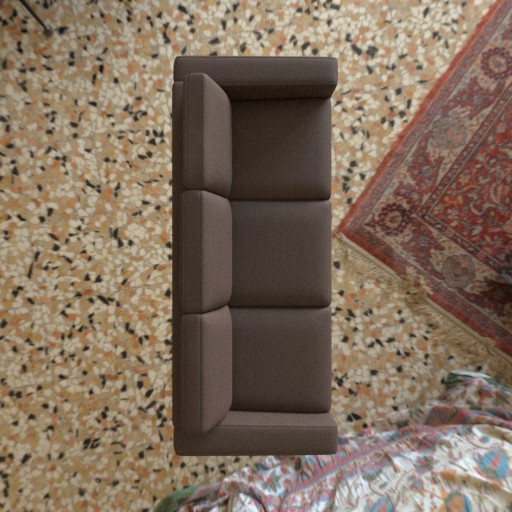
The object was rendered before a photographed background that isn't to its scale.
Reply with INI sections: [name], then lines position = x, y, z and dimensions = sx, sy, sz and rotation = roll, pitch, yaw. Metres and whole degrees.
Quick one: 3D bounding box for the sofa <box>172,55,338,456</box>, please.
[sofa]
position = 0.000, 0.000, 2.563
dimensions = 0.900, 0.806, 2.160
rotation = 0, 90, -1
